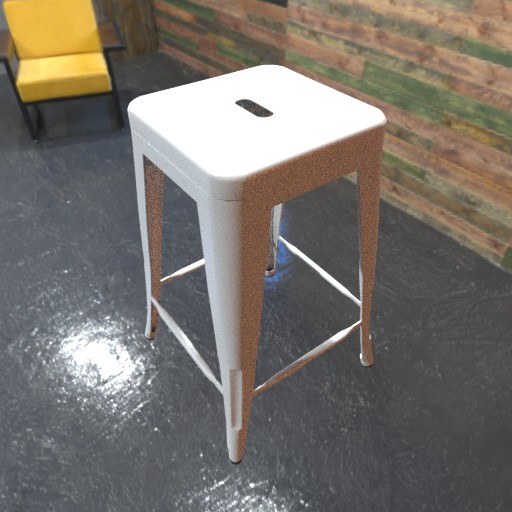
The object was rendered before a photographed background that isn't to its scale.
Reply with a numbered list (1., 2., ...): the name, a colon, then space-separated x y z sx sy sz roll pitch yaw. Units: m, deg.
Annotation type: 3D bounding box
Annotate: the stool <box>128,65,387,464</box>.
1. stool: 0.000 0.000 0.883 0.406 0.610 0.406 -26 48 -26
